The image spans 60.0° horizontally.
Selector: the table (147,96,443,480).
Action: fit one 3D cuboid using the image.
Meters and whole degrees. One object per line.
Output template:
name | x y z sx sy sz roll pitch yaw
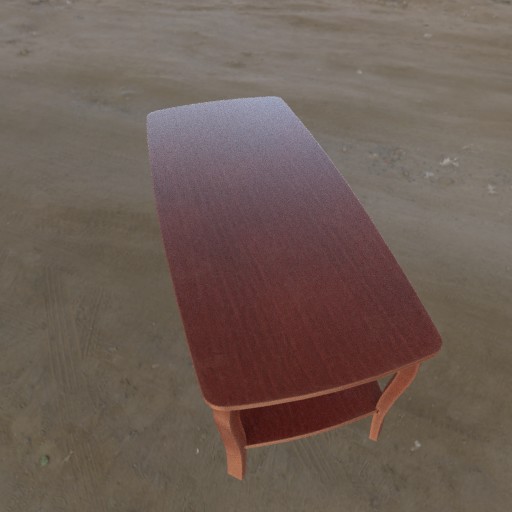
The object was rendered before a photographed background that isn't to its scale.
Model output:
table | 0.000 0.000 1.434 0.561 0.473 1.216 -11 47 -11
